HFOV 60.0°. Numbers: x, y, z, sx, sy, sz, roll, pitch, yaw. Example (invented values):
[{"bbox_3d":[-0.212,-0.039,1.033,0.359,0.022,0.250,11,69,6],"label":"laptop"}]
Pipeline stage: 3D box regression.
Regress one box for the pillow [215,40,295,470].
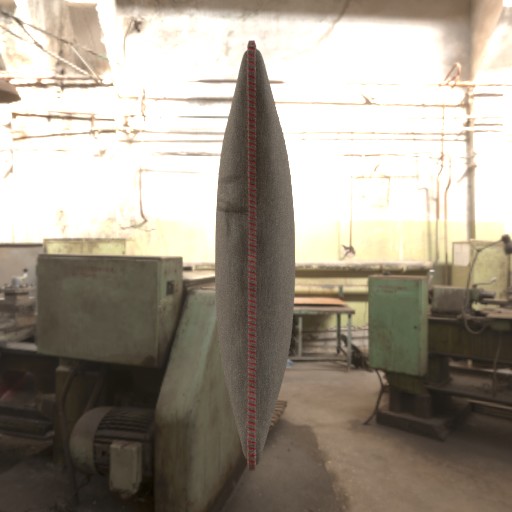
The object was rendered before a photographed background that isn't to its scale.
[{"bbox_3d":[0.000,0.000,0.722,0.124,0.491,0.482,0,0,1],"label":"pillow"}]
